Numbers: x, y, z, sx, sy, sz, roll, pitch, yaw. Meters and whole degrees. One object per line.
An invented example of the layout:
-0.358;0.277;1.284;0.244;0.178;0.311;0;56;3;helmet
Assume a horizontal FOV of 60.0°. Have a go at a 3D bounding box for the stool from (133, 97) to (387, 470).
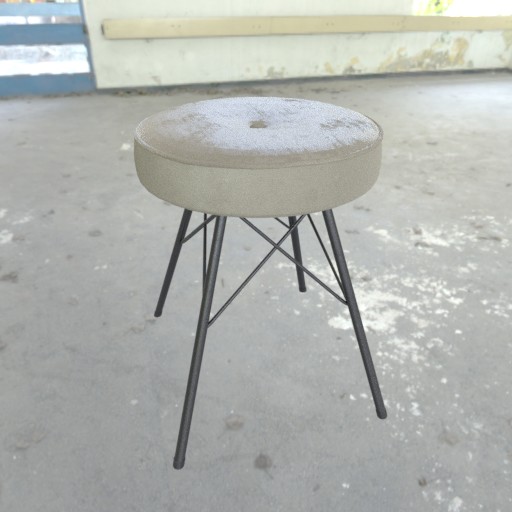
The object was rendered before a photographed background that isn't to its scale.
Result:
0.000;0.000;0.868;0.423;0.538;0.457;-8;32;-13;stool
